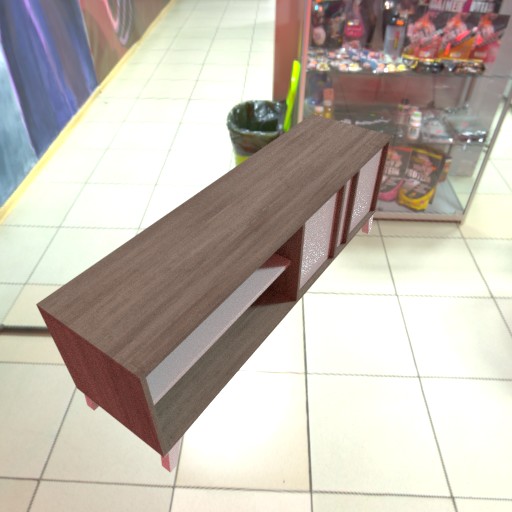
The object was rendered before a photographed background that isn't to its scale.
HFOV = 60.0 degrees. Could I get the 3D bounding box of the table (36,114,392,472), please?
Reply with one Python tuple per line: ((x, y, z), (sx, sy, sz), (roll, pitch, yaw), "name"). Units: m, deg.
((0.000, 0.000, 1.749), (0.400, 0.530, 1.500), (25, 47, 26), "table")
